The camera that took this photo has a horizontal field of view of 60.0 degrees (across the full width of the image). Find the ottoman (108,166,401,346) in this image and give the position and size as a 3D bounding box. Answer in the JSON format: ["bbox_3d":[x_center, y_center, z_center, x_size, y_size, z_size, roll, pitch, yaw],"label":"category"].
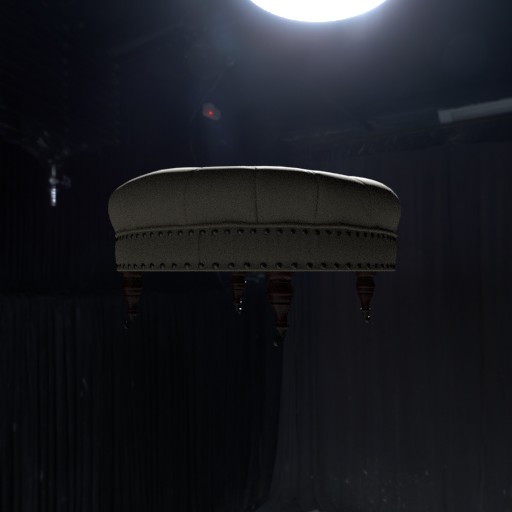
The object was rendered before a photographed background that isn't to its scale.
[{"bbox_3d":[0.000,0.000,1.410,0.901,0.439,0.901,0,-2,0],"label":"ottoman"}]
